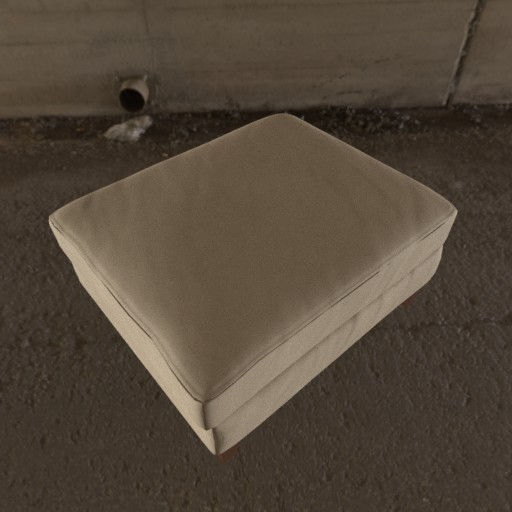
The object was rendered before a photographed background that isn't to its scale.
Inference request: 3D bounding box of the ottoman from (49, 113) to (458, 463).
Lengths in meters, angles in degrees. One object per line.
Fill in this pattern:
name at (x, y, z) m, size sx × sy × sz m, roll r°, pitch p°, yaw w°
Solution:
ottoman at (0.000, 0.000, 1.487) m, size 1.002 × 0.492 × 0.836 m, roll -32°, pitch 54°, yaw -27°
